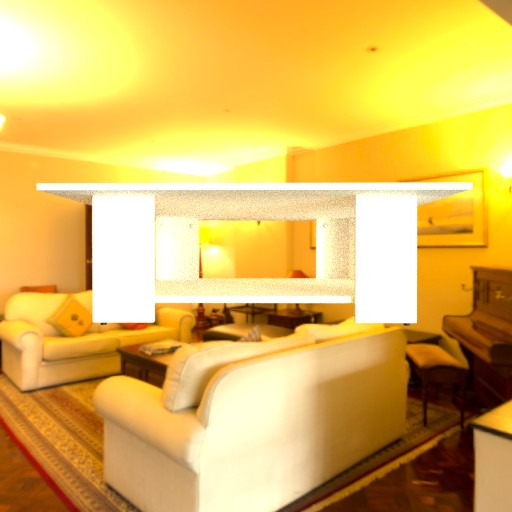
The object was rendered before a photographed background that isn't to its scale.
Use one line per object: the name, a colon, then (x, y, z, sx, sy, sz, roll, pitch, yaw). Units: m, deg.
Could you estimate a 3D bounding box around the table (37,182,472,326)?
table: (0.000, 0.000, 1.350, 0.890, 0.305, 0.890, 0, 0, 1)
